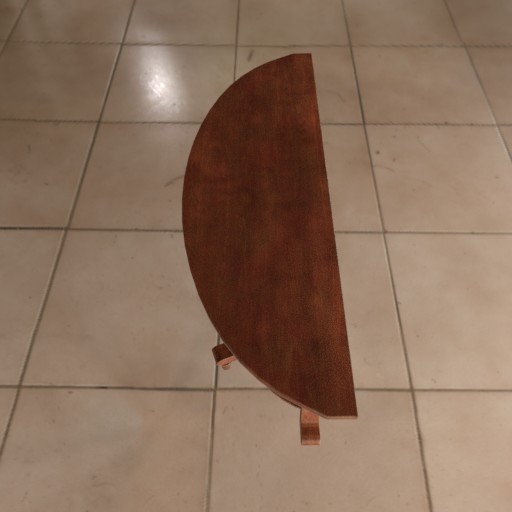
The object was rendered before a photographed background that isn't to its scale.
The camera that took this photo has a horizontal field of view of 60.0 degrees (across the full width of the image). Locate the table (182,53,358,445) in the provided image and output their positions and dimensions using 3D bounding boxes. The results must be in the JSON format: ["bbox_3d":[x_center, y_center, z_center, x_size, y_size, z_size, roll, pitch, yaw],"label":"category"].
[{"bbox_3d":[0.000,0.000,1.491,0.394,0.699,1.198,0,58,0],"label":"table"}]
